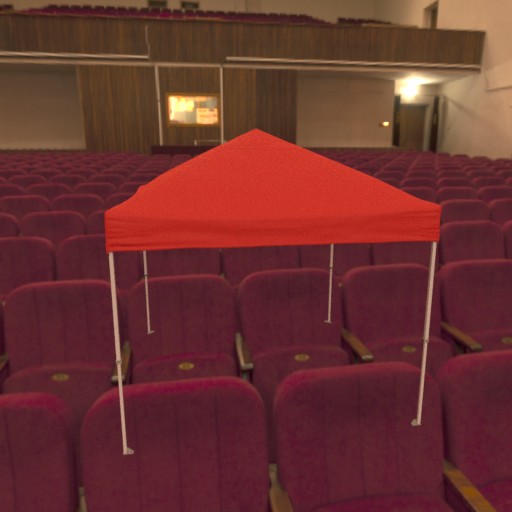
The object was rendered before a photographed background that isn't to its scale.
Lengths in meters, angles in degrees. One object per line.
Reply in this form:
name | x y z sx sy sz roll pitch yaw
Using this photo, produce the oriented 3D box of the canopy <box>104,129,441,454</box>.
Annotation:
canopy | 0.000 0.000 5.419 2.998 2.997 2.996 -2 13 -9
